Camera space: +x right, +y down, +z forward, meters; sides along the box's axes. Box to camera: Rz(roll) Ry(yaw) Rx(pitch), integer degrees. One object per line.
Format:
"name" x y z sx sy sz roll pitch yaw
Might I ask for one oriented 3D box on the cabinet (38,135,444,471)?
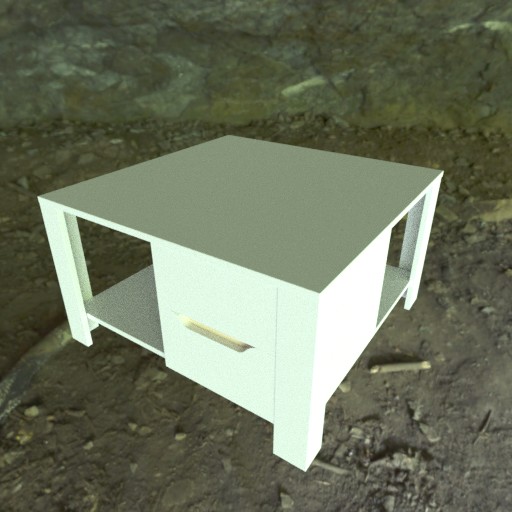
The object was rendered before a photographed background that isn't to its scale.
"cabinet" 0.000 0.000 1.328 0.800 0.460 0.800 18 33 30
